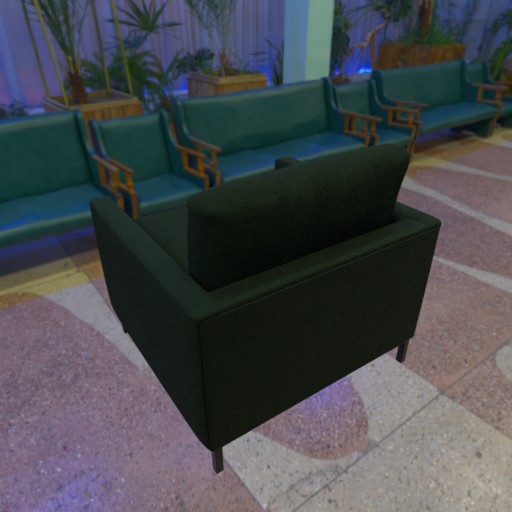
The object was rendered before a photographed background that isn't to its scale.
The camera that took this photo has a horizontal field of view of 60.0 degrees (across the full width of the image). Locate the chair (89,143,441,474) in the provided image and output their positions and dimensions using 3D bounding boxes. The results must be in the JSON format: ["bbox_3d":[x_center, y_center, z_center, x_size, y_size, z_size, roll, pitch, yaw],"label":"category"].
[{"bbox_3d":[0.000,0.000,1.653,0.963,0.861,0.866,-19,35,-29],"label":"chair"}]
